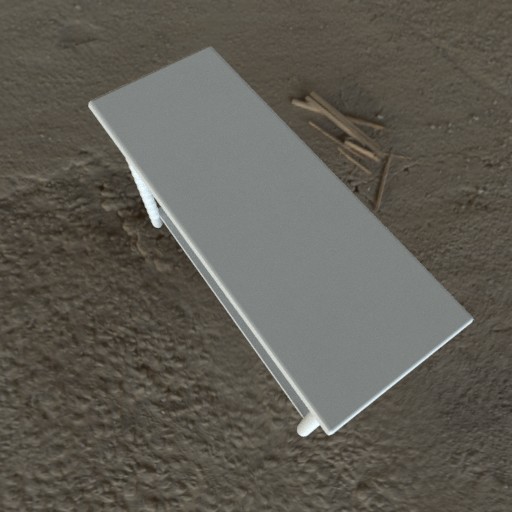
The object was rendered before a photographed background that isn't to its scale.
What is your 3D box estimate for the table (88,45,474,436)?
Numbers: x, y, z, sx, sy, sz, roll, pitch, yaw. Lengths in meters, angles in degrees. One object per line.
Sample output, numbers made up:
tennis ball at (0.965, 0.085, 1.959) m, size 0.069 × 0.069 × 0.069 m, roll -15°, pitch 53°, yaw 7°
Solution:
table at (0.000, 0.000, 1.547) m, size 0.459 × 0.740 × 1.184 m, roll -32°, pitch 68°, yaw -15°
